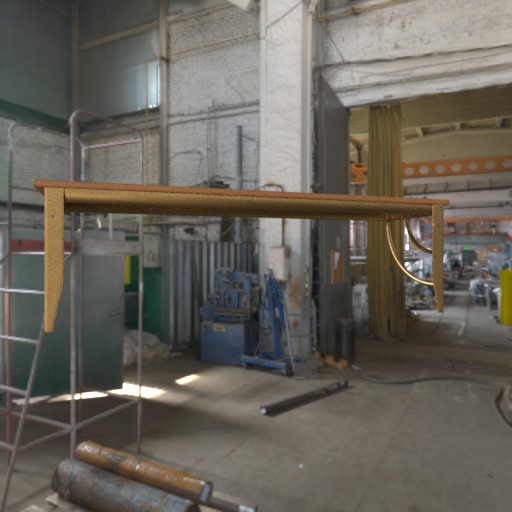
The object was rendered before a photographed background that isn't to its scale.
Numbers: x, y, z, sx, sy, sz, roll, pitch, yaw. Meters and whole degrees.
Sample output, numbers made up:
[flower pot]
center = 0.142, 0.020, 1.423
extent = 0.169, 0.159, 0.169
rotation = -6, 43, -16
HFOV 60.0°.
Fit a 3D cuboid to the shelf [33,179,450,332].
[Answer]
[shelf]
center = 0.000, 0.000, 0.727
extent = 0.636, 0.190, 0.166
rotation = 0, 0, -19
